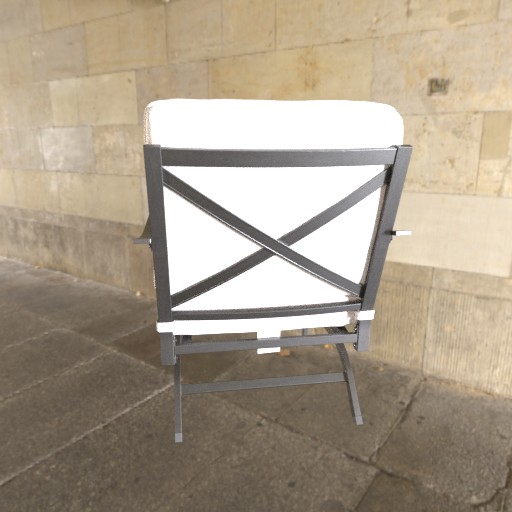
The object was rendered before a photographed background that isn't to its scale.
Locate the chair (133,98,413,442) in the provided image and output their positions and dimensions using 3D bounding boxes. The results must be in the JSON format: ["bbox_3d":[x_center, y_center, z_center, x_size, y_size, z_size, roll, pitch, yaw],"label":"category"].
[{"bbox_3d":[0.000,0.000,1.371,0.650,0.860,0.787,-2,14,-9],"label":"chair"}]
